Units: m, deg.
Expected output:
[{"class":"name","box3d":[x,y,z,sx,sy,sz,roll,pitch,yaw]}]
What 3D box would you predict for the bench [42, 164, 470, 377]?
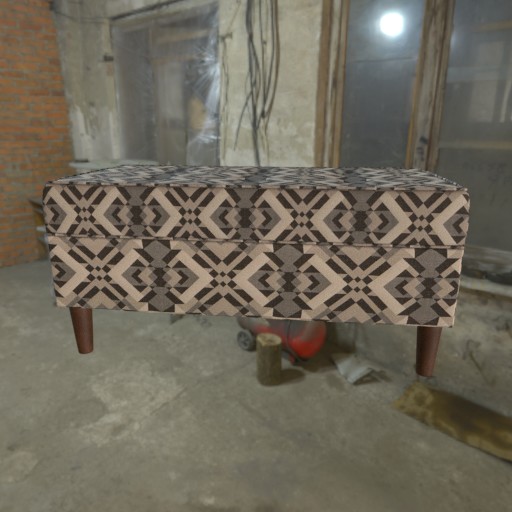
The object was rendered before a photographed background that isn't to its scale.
[{"class":"bench","box3d":[0.000,0.000,1.297,1.016,0.477,0.492,2,17,7]}]
